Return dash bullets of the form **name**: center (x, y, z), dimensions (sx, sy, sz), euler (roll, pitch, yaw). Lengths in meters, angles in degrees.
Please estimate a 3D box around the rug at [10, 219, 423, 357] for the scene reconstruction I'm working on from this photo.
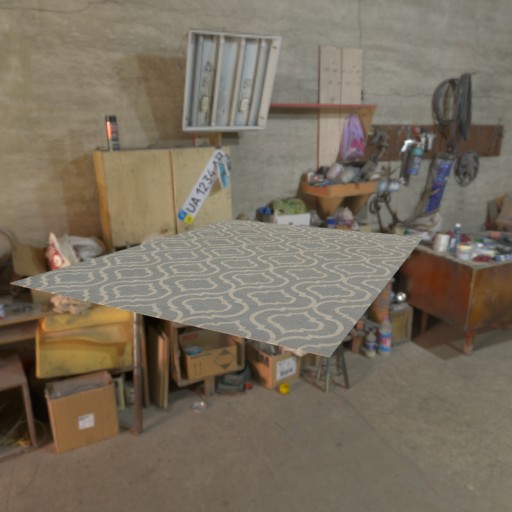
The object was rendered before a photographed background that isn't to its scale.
- **rug**: center (0.000, 0.000, 3.758), dimensions (2.283, 0.006, 2.892), euler (8, 16, 27)
